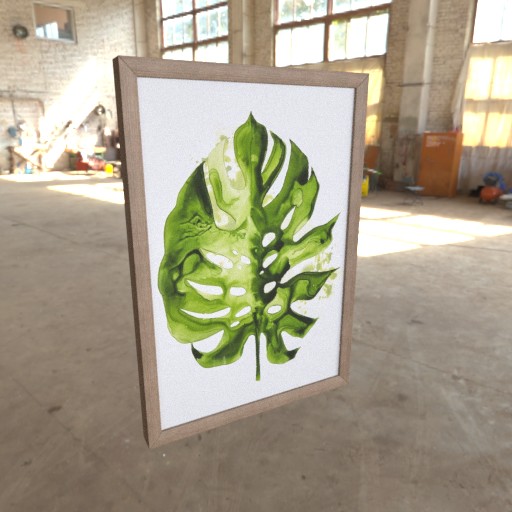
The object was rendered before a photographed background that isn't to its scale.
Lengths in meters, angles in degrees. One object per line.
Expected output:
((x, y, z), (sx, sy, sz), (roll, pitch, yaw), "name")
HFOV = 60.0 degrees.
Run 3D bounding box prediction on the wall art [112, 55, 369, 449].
((0.000, 0.000, 0.644), (0.356, 0.509, 0.031), (-8, 18, -27), "wall art")
